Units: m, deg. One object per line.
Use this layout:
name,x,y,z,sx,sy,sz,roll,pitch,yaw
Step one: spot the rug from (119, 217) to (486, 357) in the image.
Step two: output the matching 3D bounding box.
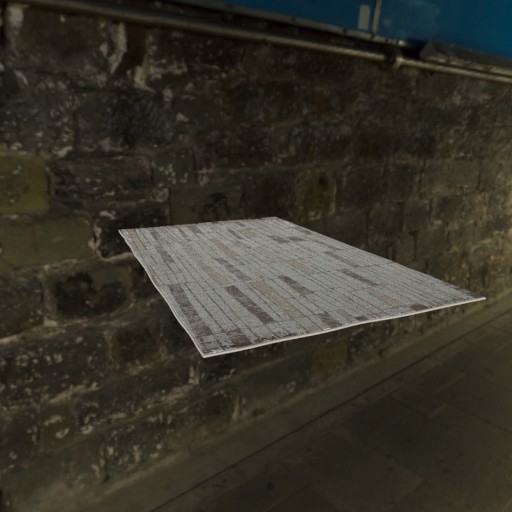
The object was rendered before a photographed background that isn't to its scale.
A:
rug,0.000,0.000,3.067,1.531,0.023,2.444,-7,17,-23
